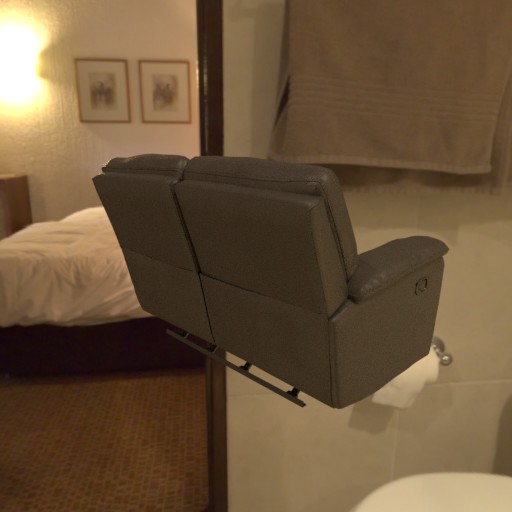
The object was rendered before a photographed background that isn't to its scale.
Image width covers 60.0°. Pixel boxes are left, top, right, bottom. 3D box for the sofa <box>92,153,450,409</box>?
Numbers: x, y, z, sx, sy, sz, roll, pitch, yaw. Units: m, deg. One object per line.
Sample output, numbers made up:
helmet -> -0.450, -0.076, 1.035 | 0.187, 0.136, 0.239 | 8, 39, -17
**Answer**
sofa -> 0.000, 0.000, 2.465 | 1.104, 1.111, 1.765 | -13, 20, -42
